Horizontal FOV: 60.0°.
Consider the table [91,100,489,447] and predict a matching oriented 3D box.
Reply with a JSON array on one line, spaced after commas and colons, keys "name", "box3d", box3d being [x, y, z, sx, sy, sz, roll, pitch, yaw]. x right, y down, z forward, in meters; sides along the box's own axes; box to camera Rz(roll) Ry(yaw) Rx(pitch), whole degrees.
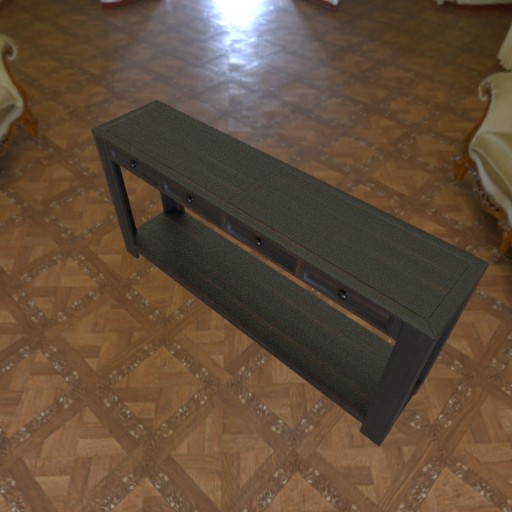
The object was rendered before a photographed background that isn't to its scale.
[{"name": "table", "box3d": [0.000, 0.000, 1.942, 1.631, 0.762, 0.384, 33, 54, 28]}]
